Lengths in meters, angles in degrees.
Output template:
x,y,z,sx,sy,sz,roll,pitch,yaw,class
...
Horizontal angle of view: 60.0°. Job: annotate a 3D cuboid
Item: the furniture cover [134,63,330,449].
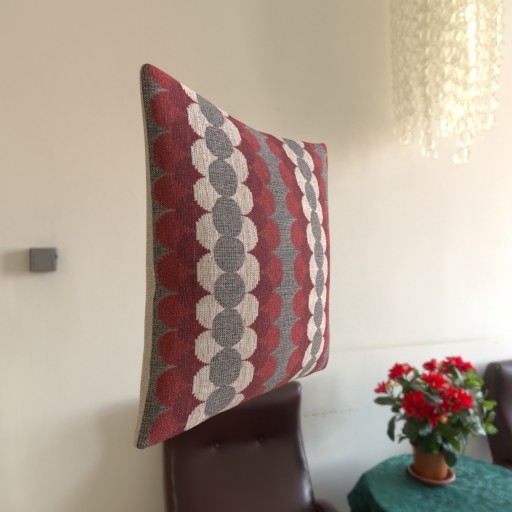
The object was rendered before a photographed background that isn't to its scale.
x,y,z,sx,sy,sz,roll,pitch,yaw,class
0.000,0.000,0.646,0.145,0.420,0.435,0,0,36,furniture cover
